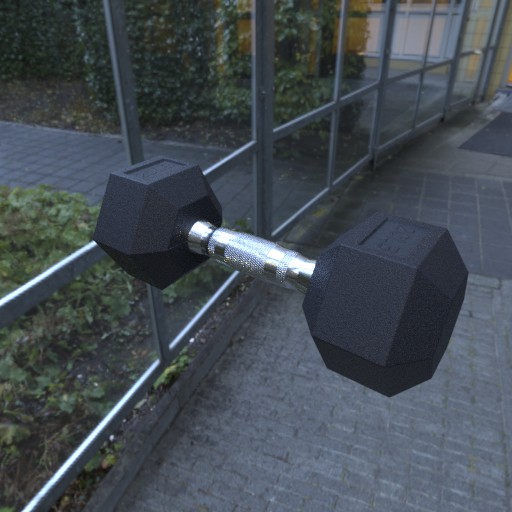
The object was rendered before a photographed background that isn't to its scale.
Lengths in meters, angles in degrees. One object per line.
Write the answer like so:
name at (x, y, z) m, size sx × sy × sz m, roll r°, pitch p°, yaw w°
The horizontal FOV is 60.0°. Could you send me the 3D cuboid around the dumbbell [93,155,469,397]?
dumbbell at (0.000, 0.000, 0.321) m, size 0.272 × 0.092 × 0.106 m, roll 20°, pitch 36°, yaw 30°
